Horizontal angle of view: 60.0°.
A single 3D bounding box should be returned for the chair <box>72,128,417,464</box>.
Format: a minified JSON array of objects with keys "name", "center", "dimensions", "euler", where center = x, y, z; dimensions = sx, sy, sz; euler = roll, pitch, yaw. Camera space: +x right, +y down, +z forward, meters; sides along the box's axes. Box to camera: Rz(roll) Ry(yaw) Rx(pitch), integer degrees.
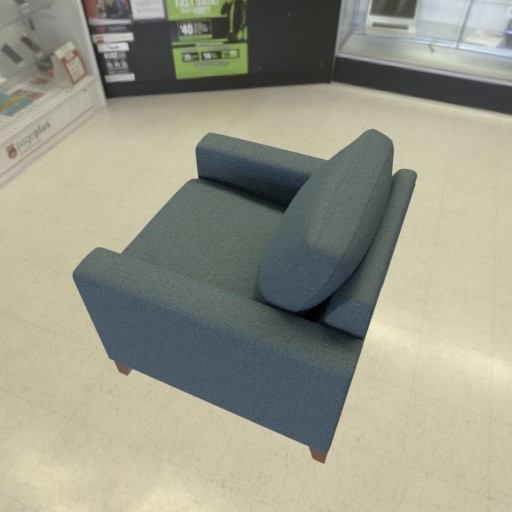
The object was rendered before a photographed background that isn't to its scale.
[{"name":"chair","center":[0.000,0.000,1.848],"dimensions":[1.038,1.010,1.024],"euler":[18,49,16]}]
